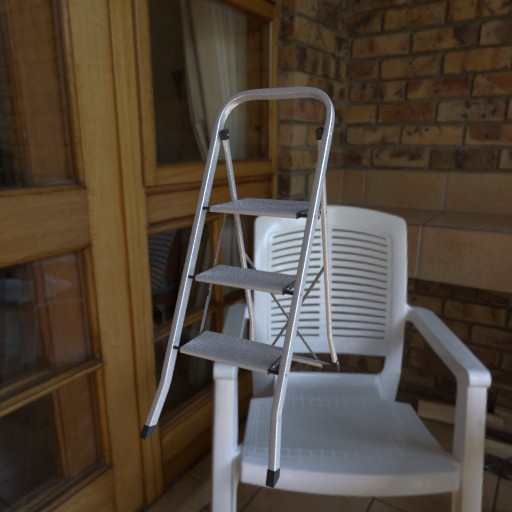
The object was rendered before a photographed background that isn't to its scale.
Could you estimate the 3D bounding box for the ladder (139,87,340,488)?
[{"bbox_3d":[0.000,0.000,1.458,0.465,1.070,0.704,7,16,26],"label":"ladder"}]
